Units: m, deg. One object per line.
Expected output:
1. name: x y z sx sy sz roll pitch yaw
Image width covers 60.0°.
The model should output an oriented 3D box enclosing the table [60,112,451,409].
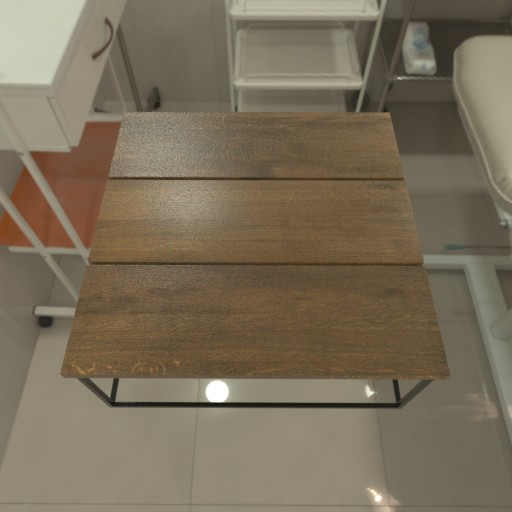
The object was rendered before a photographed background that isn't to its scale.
1. table: 0.000 0.000 1.429 0.900 0.400 0.900 0 58 0
